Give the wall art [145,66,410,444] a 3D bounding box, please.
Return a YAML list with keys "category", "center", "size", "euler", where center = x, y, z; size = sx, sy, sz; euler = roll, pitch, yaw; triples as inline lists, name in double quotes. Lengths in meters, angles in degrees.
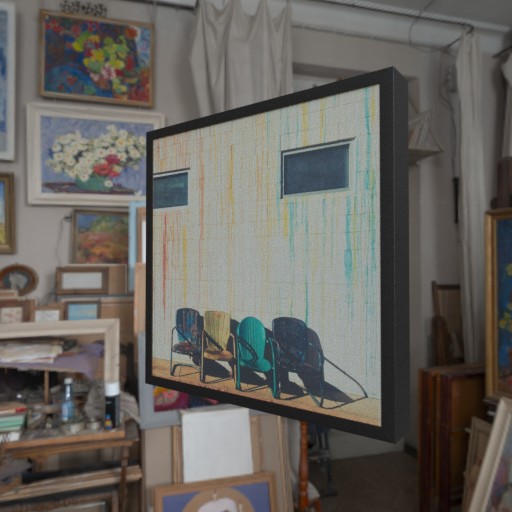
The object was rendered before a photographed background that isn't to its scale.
- category: "wall art"
  center: [0.000, 0.000, 0.460]
  size: [0.304, 0.304, 0.038]
  euler: [-1, -1, 36]
